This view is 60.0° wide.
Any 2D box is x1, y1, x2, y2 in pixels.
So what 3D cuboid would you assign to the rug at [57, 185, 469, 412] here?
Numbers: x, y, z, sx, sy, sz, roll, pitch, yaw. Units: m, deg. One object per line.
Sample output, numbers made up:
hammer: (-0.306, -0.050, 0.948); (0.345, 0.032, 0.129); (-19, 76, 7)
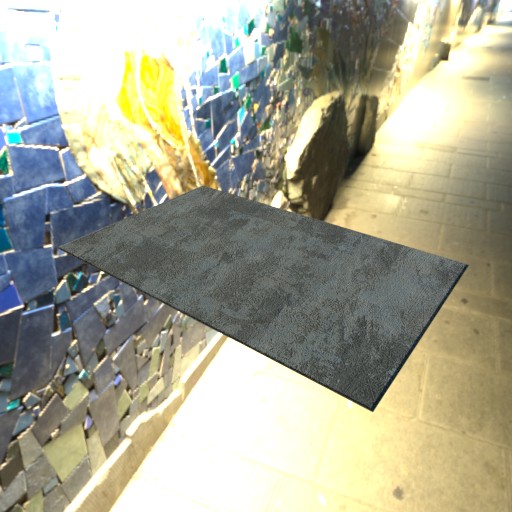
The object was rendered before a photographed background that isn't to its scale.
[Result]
rug: (0.000, 0.000, 3.085); (2.431, 0.012, 1.536); (21, 36, 31)
